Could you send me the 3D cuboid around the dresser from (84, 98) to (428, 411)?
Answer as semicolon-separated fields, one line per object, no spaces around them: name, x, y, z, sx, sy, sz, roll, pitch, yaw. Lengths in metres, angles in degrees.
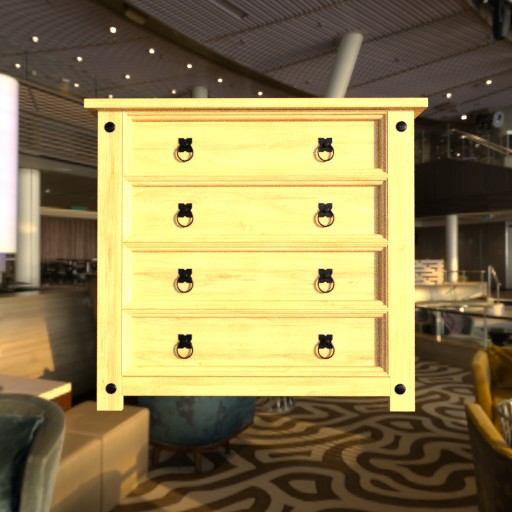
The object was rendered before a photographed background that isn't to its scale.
dresser;0.000;0.000;1.232;0.800;0.730;0.410;0;-1;0
